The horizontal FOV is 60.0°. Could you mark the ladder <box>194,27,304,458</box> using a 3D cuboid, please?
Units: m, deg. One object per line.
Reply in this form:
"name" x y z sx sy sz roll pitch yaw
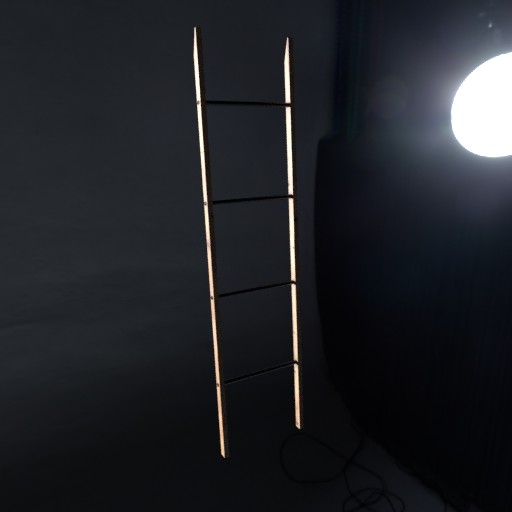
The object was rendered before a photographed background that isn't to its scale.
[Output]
"ladder" 0.000 0.000 1.946 0.442 1.805 0.200 -9 18 -28
